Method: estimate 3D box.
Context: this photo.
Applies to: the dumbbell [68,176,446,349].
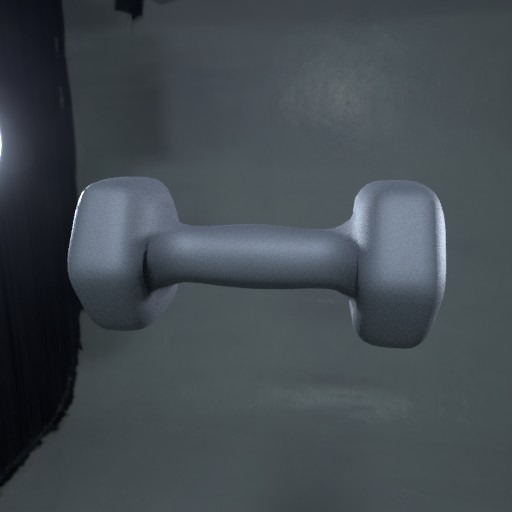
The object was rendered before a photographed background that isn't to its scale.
[{"bbox_3d":[0.000,0.000,0.309,0.240,0.105,0.116,2,15,9],"label":"dumbbell"}]
